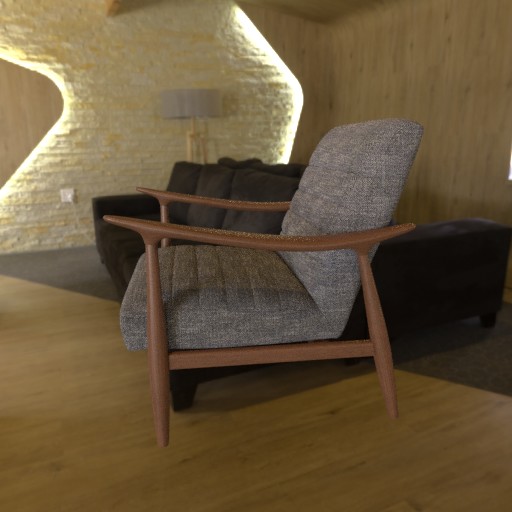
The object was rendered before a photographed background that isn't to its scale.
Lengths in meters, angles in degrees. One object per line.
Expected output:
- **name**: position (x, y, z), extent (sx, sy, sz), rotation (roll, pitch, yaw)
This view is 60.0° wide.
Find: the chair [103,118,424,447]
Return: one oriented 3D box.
- **chair**: position (0.000, 0.000, 1.417), extent (0.798, 0.832, 0.741), rotation (-2, 15, -8)
